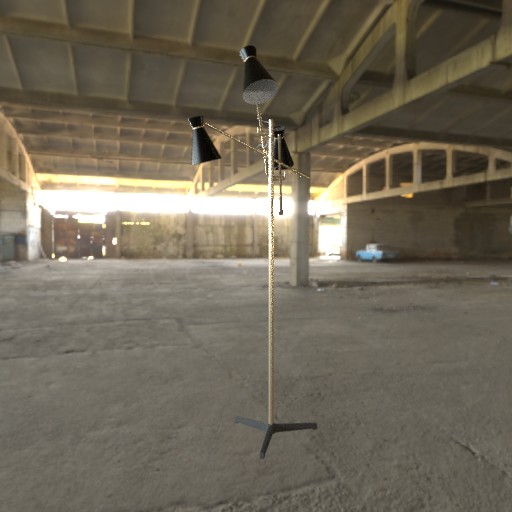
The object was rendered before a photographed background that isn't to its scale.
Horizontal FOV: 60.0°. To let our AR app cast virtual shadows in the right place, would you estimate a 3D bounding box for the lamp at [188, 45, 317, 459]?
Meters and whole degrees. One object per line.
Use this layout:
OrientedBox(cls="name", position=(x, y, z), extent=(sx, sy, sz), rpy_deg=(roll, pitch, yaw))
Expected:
OrientedBox(cls="lamp", position=(0.000, 0.000, 2.187), extent=(0.653, 1.804, 0.750), rpy_deg=(-1, 2, -18))
